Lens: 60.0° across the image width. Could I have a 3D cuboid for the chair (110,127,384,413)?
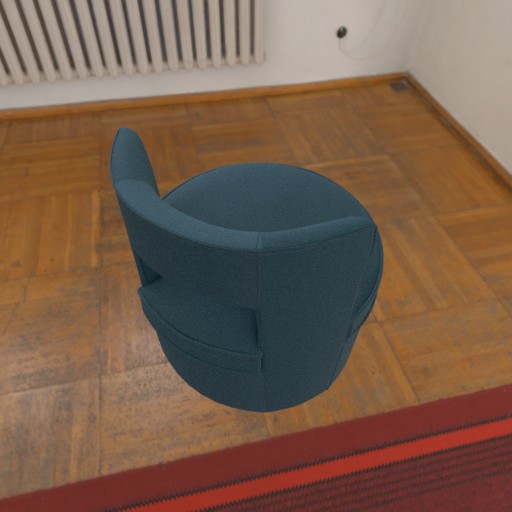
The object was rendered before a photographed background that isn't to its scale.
[{"bbox_3d":[0.000,0.000,1.236,0.684,0.711,0.660,24,52,21],"label":"chair"}]
